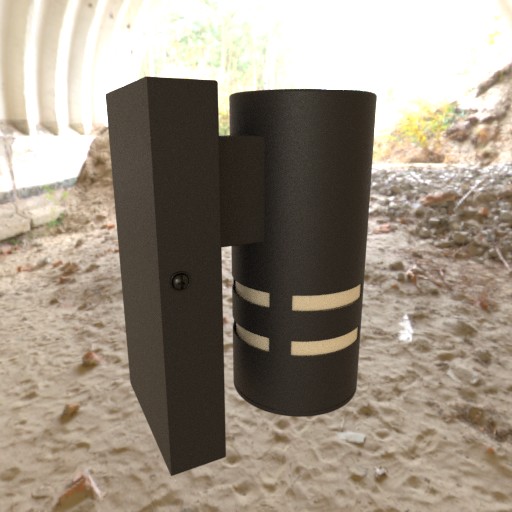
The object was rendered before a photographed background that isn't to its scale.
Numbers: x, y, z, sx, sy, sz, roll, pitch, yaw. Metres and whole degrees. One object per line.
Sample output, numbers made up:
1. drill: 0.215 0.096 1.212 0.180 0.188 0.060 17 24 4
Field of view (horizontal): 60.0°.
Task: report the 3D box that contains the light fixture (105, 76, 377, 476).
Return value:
1. light fixture: 0.000 0.000 0.257 0.138 0.179 0.098 -8 18 -26
